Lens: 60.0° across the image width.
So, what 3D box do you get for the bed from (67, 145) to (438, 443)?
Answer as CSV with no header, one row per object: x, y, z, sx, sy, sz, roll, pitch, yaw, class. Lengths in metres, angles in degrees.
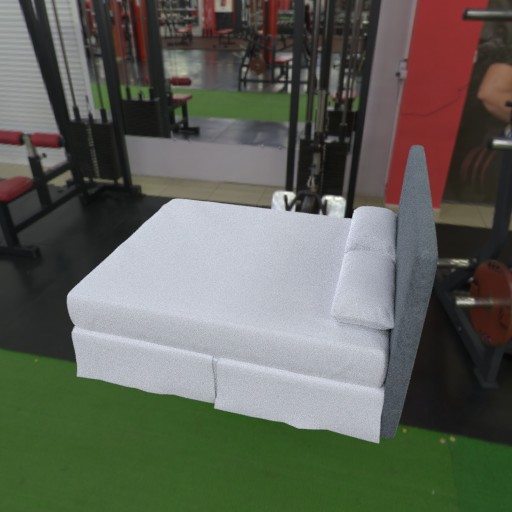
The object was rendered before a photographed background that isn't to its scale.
0.000,0.000,3.163,2.142,1.330,1.713,8,32,14,bed
